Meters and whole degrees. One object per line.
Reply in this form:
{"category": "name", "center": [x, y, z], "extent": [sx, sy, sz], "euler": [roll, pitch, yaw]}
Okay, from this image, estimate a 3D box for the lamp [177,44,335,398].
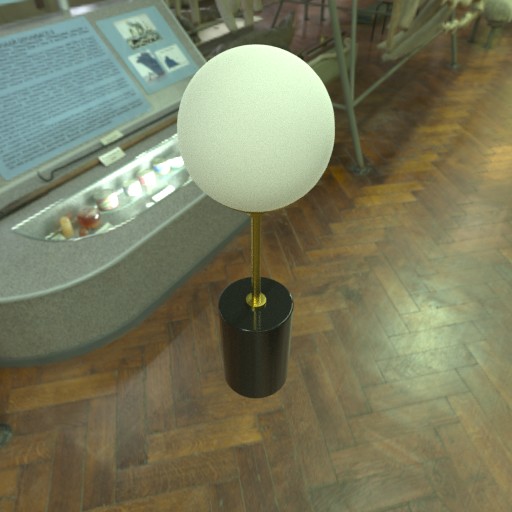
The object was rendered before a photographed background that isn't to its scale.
{"category": "lamp", "center": [0.000, 0.000, 0.544], "extent": [0.153, 0.480, 0.153], "euler": [0, 41, 0]}
